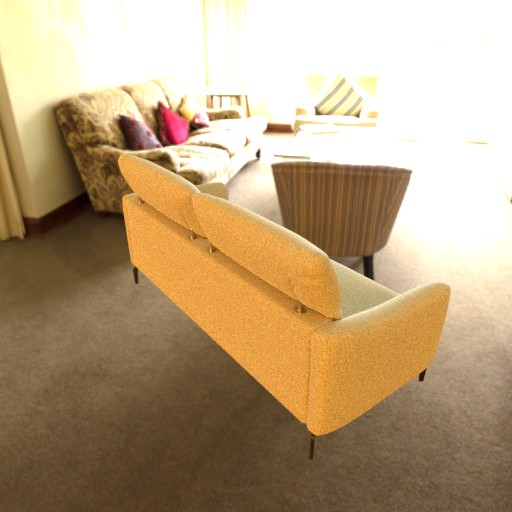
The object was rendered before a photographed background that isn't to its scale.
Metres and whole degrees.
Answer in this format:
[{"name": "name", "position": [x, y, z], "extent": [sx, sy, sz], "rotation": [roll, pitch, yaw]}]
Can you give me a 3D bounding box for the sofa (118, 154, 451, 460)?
[{"name": "sofa", "position": [0.000, 0.000, 2.548], "extent": [0.856, 0.956, 2.015], "rotation": [-19, 33, -32]}]
